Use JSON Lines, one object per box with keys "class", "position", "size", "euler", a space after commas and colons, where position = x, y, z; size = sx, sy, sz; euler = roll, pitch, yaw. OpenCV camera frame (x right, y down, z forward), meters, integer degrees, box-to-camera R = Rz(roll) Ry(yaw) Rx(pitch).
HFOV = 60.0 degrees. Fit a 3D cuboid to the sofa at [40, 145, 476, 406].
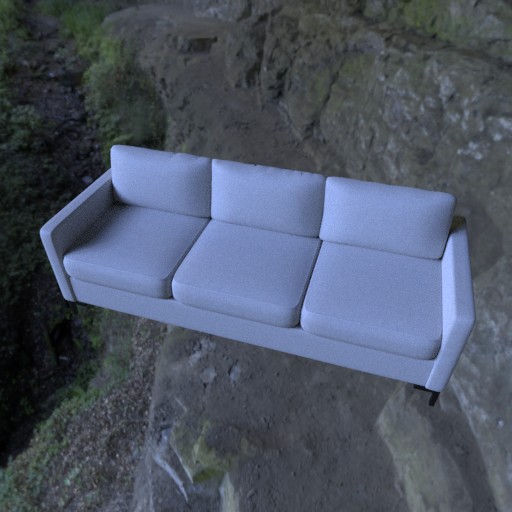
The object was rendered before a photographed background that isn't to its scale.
{"class": "sofa", "position": [0.000, 0.000, 2.569], "size": [2.218, 0.874, 0.859], "euler": [11, 41, 13]}
